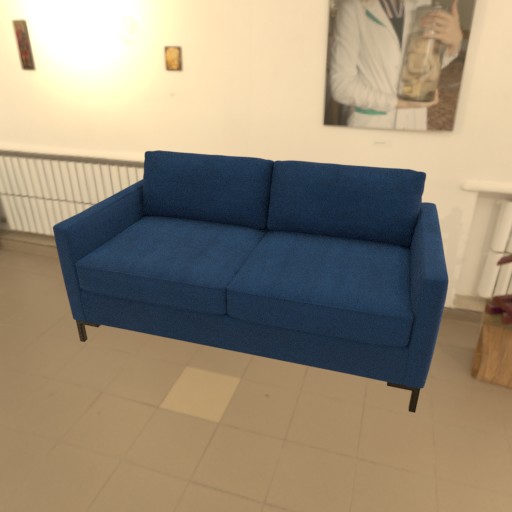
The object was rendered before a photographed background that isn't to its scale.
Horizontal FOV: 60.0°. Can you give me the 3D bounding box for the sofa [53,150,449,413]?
[{"bbox_3d":[0.000,0.000,2.185,1.676,0.817,0.875,8,27,15],"label":"sofa"}]
